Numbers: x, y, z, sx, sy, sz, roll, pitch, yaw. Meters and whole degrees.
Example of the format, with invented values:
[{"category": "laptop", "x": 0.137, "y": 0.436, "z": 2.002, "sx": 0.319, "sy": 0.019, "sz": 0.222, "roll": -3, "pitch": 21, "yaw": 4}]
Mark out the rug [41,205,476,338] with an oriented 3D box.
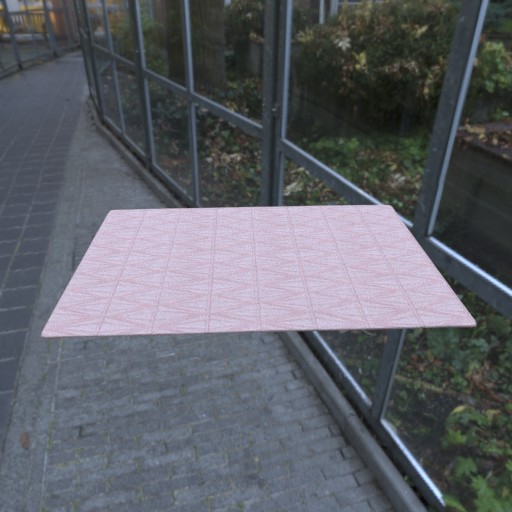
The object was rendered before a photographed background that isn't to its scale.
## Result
[{"category": "rug", "x": 0.000, "y": 0.000, "z": 3.086, "sx": 2.390, "sy": 0.015, "sz": 1.609, "roll": -1, "pitch": 31, "yaw": -2}]
